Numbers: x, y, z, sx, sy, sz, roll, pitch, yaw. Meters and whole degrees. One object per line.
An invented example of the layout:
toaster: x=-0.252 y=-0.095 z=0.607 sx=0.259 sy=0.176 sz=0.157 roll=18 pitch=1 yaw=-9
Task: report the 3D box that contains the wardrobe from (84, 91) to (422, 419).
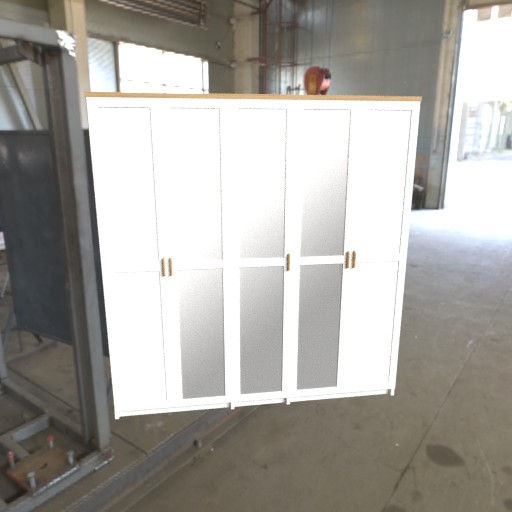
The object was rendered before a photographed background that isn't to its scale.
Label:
wardrobe: x=0.000 y=0.000 z=3.356 sx=2.160 sy=2.260 sz=0.590 roll=-2 pitch=15 yaw=-8
